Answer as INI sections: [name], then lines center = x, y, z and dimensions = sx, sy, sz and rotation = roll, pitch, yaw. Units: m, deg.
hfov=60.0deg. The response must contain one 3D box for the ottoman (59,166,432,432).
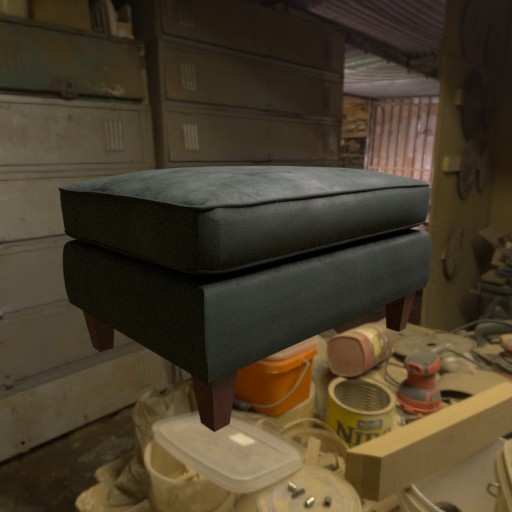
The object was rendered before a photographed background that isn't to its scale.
[ottoman]
center = 0.000, 0.000, 1.250
dimensions = 0.864, 0.495, 0.632
rotation = -12, 18, -43
